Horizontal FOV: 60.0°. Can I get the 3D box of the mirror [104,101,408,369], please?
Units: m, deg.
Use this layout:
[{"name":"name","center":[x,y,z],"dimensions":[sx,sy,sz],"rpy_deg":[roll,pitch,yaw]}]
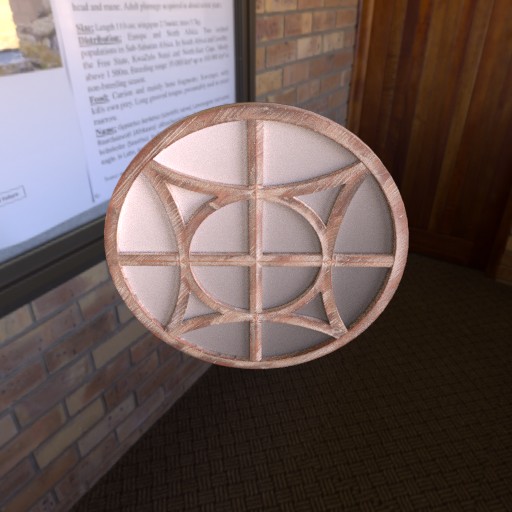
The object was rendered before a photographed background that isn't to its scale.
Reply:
[{"name":"mirror","center":[0.000,0.000,1.067],"dimensions":[0.710,0.710,0.038],"rpy_deg":[0,31,0]}]
